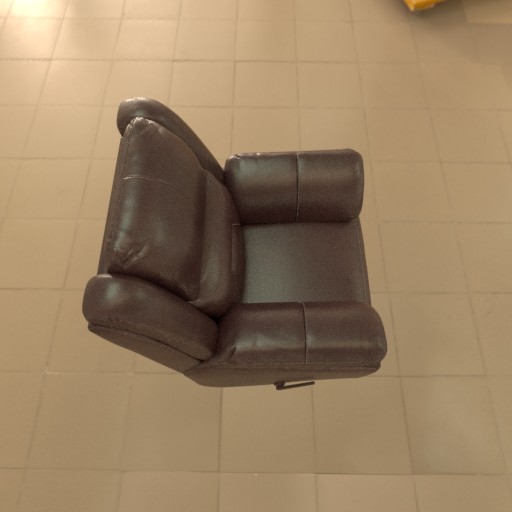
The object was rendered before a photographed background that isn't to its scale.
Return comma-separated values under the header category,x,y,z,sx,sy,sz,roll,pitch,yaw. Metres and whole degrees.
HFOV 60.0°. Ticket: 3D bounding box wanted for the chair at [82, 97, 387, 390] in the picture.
category,x,y,z,sx,sy,sz,roll,pitch,yaw
chair,0.000,0.000,1.893,1.041,1.093,0.990,0,64,0
